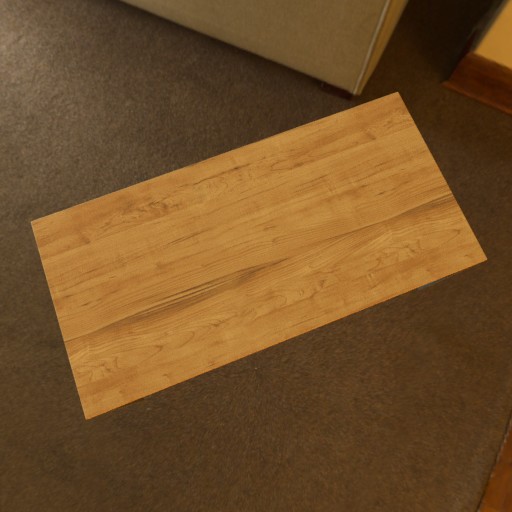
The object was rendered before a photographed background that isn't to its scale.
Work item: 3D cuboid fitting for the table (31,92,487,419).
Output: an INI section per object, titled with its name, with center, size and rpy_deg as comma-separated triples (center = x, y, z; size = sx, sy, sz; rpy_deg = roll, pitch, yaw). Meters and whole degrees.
[table]
center = 0.000, 0.000, 1.466
size = 1.180, 0.400, 0.590
rpy_deg = -21, 77, -5
